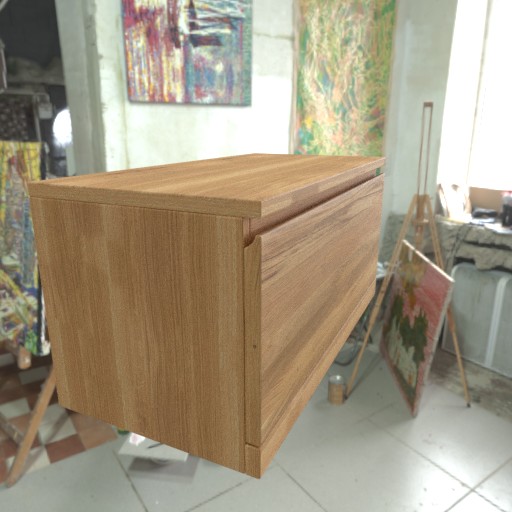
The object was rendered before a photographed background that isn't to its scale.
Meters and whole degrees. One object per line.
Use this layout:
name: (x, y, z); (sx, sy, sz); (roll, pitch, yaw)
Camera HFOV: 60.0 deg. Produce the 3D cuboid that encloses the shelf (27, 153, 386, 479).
shelf: (0.000, 0.000, 1.001); (0.400, 0.400, 0.800); (8, 18, 25)
